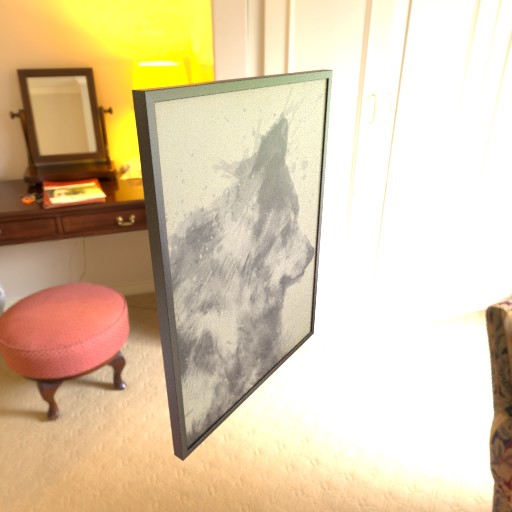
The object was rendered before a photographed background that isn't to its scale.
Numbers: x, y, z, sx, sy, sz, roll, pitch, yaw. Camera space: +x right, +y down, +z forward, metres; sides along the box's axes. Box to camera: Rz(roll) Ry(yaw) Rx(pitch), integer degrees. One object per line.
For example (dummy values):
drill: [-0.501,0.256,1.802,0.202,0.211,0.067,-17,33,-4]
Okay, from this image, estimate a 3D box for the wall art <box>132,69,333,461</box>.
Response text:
wall art: [0.000,0.000,1.415,0.039,1.061,0.804,18,31,32]
